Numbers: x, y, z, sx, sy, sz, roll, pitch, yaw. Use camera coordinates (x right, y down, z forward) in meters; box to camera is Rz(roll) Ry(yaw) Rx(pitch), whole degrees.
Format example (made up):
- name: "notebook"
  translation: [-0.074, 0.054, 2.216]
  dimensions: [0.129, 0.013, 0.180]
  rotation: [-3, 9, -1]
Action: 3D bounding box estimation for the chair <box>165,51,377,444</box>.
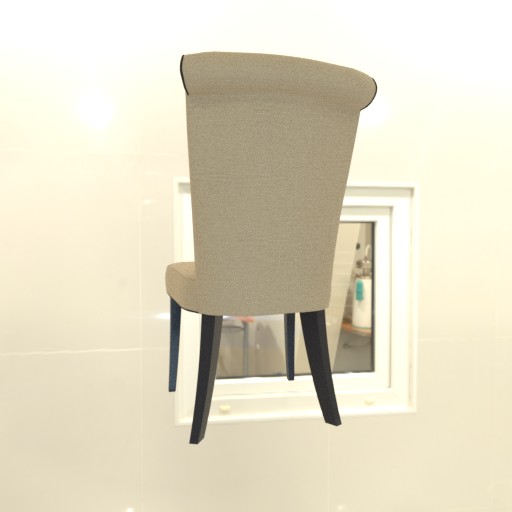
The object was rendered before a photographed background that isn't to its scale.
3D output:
- name: "chair"
  translation: [0.000, 0.000, 1.370]
  dimensions: [0.522, 0.997, 0.623]
  rotation: [-1, 2, -16]
